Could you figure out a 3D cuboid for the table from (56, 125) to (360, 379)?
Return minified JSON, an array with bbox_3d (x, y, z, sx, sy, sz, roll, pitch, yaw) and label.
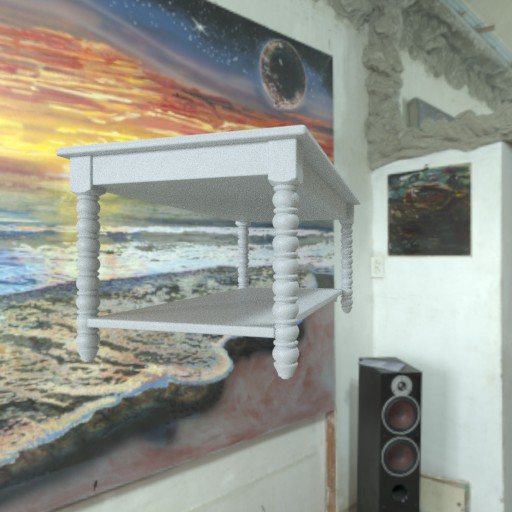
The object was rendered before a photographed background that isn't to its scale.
[{"bbox_3d":[0.000,0.000,1.464,0.580,0.487,1.171,0,0,18],"label":"table"}]
